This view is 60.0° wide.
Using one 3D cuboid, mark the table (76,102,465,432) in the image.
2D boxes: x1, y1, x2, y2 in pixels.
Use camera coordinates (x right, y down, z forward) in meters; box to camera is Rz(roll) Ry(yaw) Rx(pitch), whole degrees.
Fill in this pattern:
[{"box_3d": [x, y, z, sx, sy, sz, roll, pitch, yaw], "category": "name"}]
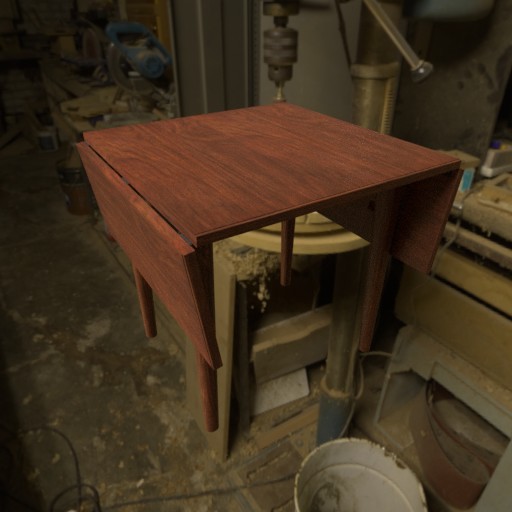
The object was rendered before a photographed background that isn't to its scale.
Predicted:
[{"box_3d": [0.000, 0.000, 1.491, 0.843, 0.763, 0.812, -18, 36, -27], "category": "table"}]
